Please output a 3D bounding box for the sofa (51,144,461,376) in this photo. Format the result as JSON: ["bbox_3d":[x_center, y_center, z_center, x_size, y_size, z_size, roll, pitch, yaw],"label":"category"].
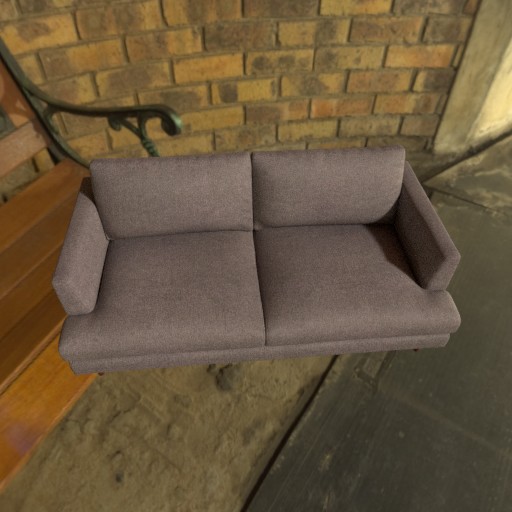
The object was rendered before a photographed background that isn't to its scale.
[{"bbox_3d":[0.000,0.000,2.436,1.948,0.868,1.020,-4,46,-3],"label":"sofa"}]
